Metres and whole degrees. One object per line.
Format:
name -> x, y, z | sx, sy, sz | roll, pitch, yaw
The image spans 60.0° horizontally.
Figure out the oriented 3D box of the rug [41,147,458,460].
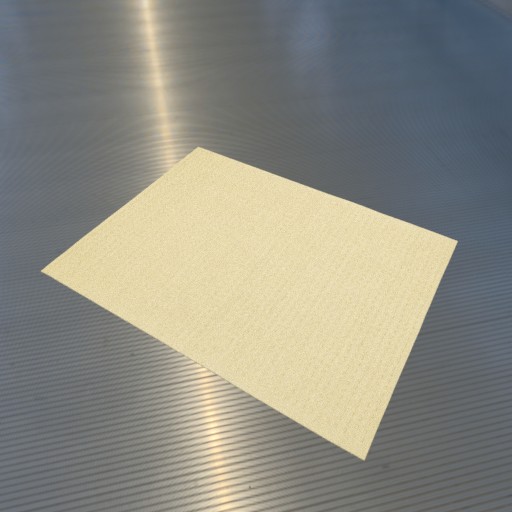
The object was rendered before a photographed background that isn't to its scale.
rug -> 0.000, 0.000, 4.243 | 3.204, 0.016, 2.452 | 24, 51, 21
